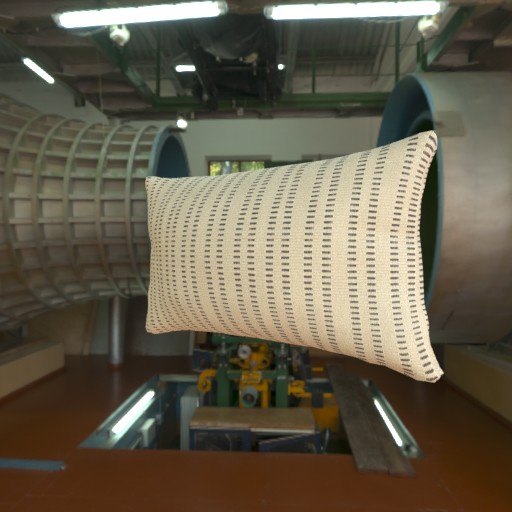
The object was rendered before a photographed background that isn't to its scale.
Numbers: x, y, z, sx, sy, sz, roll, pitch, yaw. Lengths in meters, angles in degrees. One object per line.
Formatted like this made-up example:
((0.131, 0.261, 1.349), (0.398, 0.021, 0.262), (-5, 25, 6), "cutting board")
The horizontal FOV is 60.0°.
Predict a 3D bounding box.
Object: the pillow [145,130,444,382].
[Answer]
((0.000, 0.000, 0.803), (0.640, 0.353, 0.210), (0, 1, 38), "pillow")
